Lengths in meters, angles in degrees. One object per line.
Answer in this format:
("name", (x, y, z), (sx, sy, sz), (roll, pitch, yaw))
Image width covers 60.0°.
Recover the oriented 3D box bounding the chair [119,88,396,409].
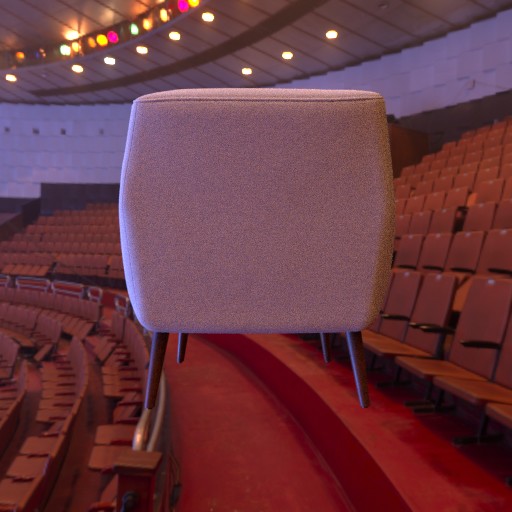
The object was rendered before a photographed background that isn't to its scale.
("chair", (0.000, 0.000, 1.453), (0.762, 0.838, 0.787), (0, -1, -1))
